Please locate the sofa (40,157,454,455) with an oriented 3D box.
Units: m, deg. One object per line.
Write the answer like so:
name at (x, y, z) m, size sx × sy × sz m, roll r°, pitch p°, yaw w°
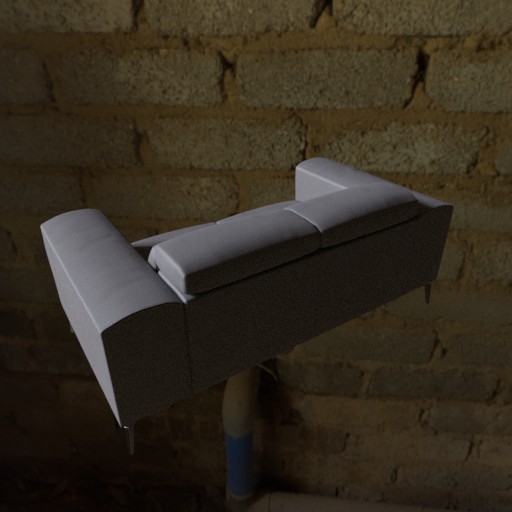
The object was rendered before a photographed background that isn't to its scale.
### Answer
sofa at (0.000, 0.000, 2.354) m, size 1.895 × 0.779 × 1.003 m, roll -18°, pitch 35°, yaw -29°
